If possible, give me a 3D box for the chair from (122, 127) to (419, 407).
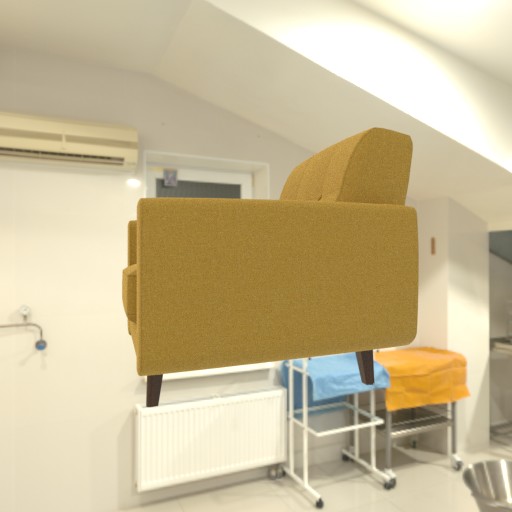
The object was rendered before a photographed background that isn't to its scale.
[{"bbox_3d":[0.000,0.000,1.593,0.909,0.841,0.831,0,0,-18],"label":"chair"}]
